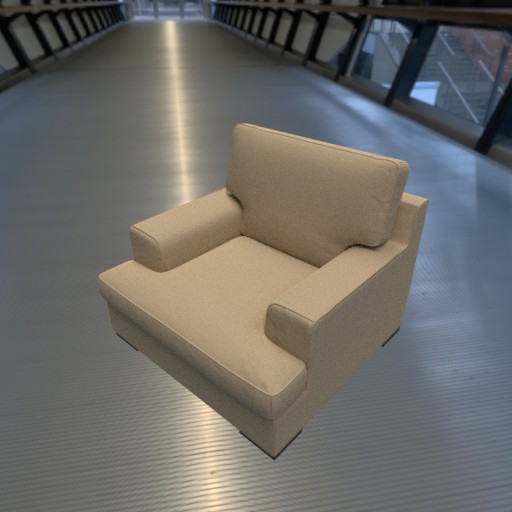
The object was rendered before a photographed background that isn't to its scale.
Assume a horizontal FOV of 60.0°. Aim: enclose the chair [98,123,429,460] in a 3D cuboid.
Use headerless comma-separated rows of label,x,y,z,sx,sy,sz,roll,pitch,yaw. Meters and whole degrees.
chair,0.000,0.000,2.184,1.293,1.005,1.274,20,36,29
